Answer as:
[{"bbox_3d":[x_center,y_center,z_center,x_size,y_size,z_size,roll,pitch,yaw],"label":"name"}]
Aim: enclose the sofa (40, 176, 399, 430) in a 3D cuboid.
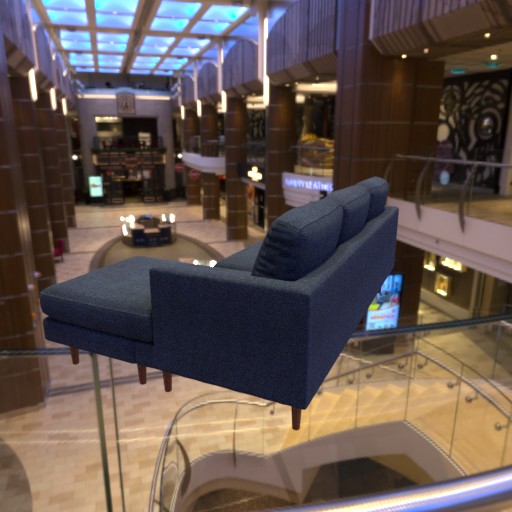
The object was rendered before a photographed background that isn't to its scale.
[{"bbox_3d":[0.000,0.000,2.980,1.504,0.956,2.233,7,17,25],"label":"sofa"}]
